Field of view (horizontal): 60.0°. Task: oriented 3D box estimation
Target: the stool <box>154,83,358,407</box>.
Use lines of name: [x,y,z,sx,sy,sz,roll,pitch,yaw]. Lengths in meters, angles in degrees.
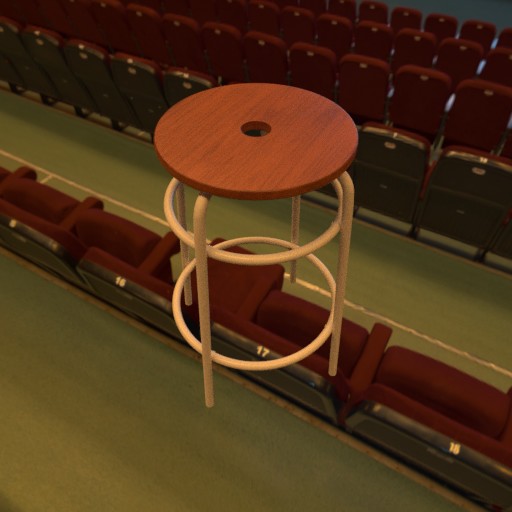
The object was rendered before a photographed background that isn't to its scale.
stool: [0.000,0.000,0.952,0.455,0.610,0.455,23,50,20]
